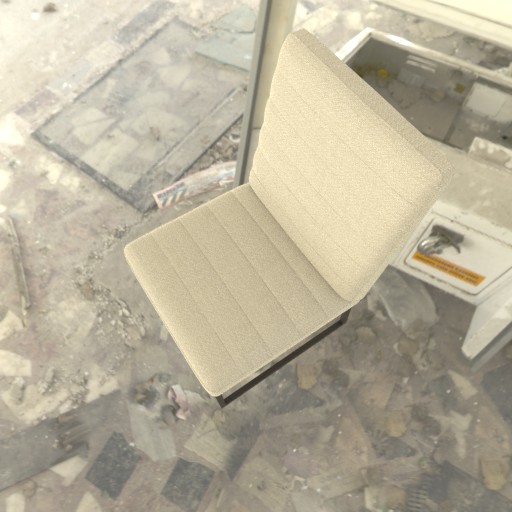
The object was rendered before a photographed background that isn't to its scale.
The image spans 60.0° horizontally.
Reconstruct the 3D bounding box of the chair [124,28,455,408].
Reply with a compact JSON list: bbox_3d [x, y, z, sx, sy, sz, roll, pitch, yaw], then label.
[{"bbox_3d":[0.000,0.000,1.278,0.634,0.930,0.520,-31,67,-14],"label":"chair"}]
